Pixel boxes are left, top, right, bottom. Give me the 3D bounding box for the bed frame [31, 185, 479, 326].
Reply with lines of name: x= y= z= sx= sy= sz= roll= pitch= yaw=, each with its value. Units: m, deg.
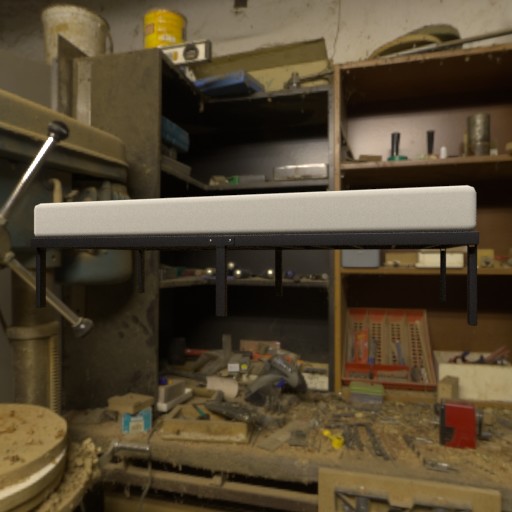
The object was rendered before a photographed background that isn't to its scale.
bed frame: x=0.000 y=0.000 z=3.139 sx=2.635 sy=0.680 sz=1.393 roll=0 pitch=0 yaw=17
